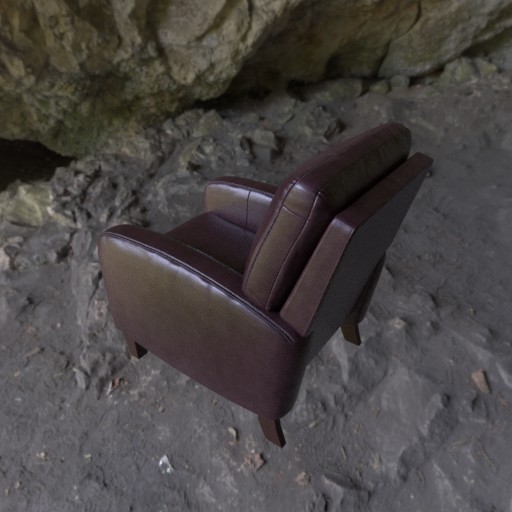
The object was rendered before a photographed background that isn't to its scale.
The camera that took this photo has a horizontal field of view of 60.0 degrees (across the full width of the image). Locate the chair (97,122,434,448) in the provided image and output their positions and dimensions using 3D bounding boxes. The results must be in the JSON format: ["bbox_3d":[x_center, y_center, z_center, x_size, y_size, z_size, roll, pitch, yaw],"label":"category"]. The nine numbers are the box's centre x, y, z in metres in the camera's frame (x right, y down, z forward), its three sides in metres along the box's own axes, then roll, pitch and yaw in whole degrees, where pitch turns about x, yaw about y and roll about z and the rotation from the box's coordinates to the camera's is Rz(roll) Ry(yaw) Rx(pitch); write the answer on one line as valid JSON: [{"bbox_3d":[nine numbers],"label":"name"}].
[{"bbox_3d":[0.000,0.000,1.672,0.990,0.990,0.762,21,37,30],"label":"chair"}]
